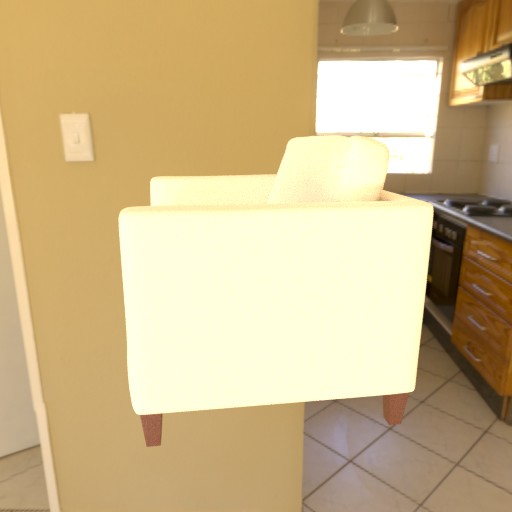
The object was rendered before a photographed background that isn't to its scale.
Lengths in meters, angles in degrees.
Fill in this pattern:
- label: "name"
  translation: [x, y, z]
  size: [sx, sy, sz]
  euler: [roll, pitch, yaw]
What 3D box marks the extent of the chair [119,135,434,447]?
- label: "chair"
  translation: [0.000, 0.000, 1.684]
  size: [0.878, 0.885, 1.019]
  euler: [-2, 15, -8]
